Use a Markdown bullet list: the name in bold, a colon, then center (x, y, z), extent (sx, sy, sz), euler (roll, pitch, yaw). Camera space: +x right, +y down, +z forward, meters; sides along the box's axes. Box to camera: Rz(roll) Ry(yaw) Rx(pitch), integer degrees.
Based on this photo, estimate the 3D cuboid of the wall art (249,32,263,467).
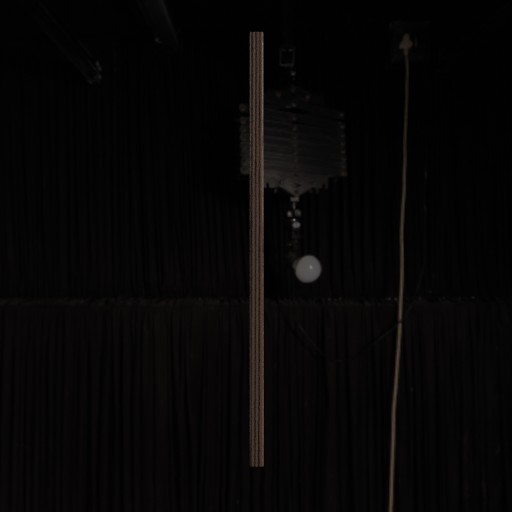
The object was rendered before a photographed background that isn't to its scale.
- **wall art**: center (0.000, 0.000, 0.667), extent (0.013, 0.406, 0.508), euler (0, -2, 0)
